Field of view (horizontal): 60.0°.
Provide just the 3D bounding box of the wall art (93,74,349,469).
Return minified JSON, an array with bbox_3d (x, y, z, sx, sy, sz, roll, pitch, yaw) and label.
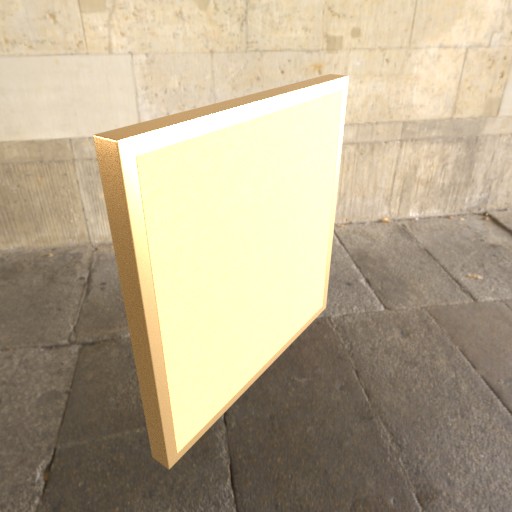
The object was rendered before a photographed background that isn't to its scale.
[{"bbox_3d":[0.000,0.000,0.445,0.023,0.305,0.305,20,36,30],"label":"wall art"}]
